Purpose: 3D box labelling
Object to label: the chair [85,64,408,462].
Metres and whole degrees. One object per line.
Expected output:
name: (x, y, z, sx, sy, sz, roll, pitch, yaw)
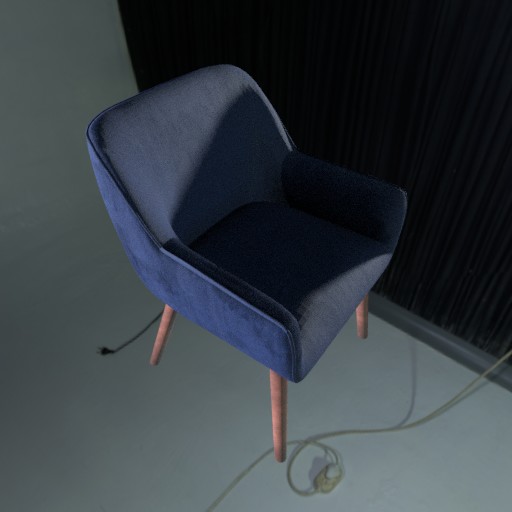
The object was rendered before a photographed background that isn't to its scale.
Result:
chair: (0.000, 0.000, 1.221, 0.600, 0.820, 0.600, 25, 47, 26)
